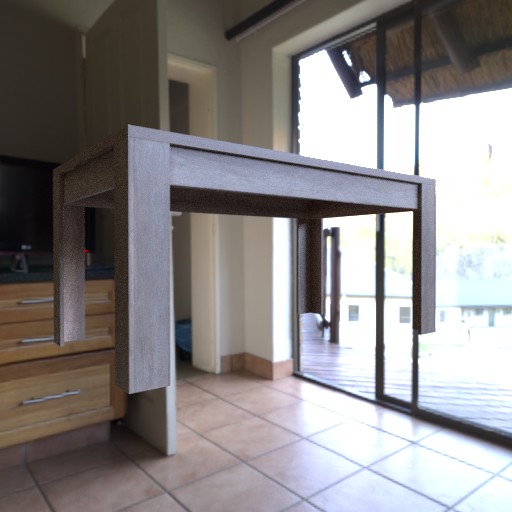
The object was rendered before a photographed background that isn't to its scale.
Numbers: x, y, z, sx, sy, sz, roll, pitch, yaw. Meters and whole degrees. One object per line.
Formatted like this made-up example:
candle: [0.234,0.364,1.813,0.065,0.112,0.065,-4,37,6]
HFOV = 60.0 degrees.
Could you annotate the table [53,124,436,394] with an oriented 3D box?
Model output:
table: [0.000,0.000,2.114,1.600,0.775,0.900,-1,1,-37]
